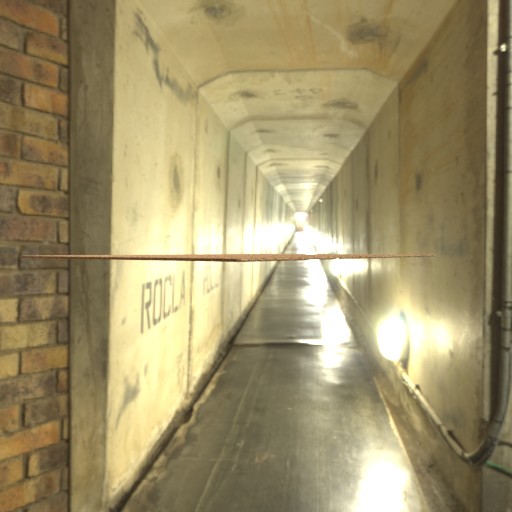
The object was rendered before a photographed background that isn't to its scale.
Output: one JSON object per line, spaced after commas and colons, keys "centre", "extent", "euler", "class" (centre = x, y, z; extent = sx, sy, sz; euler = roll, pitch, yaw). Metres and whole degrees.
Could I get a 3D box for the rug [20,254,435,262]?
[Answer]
{"centre": [0.000, 0.000, 2.747], "extent": [1.566, 0.013, 2.141], "euler": [0, 1, 38], "class": "rug"}
